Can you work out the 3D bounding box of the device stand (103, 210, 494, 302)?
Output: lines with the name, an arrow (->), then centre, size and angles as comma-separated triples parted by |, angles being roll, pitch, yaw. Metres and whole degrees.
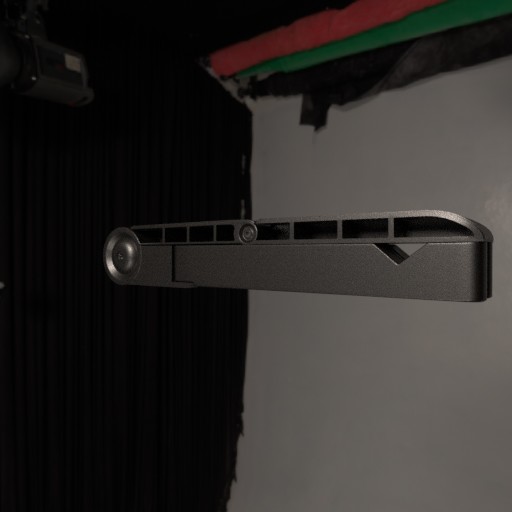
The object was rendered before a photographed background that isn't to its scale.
device stand -> 0.000, 0.000, 0.191 | 0.179, 0.030, 0.026 | 0, 1, 35
